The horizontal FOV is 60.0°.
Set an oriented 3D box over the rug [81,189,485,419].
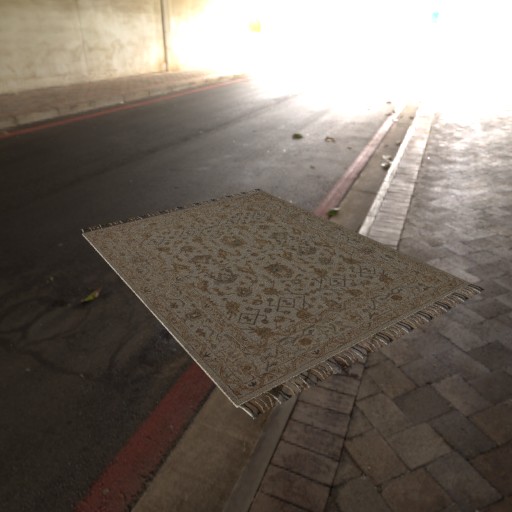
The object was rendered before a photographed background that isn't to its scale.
[{"bbox_3d":[0.000,0.000,2.259,1.278,0.009,1.726,-18,32,-31],"label":"rug"}]
